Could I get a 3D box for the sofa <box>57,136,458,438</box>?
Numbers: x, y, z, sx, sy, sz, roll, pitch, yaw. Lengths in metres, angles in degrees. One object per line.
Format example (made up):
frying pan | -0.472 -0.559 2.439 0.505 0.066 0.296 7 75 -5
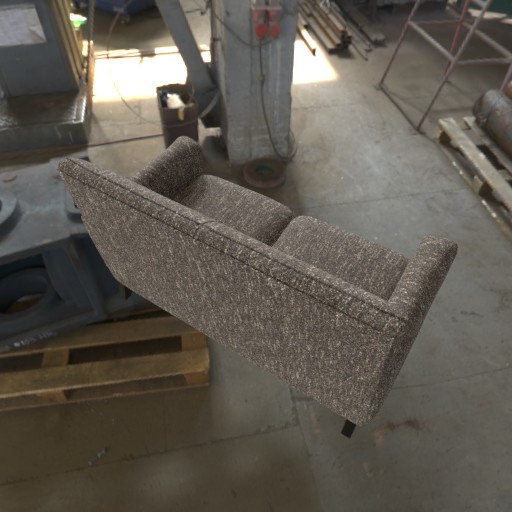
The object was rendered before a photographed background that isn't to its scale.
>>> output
sofa | 0.000 0.000 2.023 1.519 0.946 0.801 26 52 23
